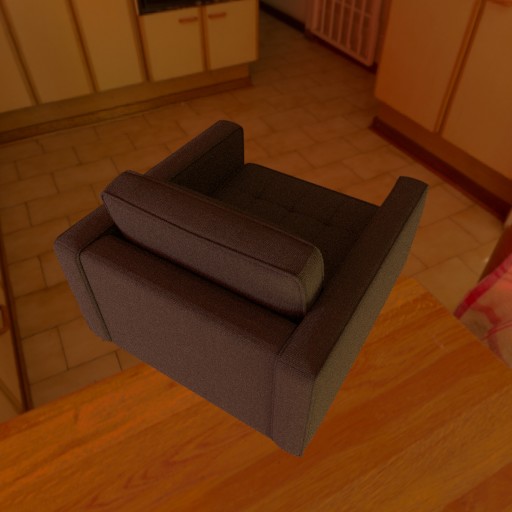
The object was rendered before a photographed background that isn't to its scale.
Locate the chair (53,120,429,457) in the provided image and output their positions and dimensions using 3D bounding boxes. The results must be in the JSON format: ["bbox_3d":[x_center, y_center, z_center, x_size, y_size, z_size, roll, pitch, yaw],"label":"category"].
[{"bbox_3d":[0.000,0.000,1.567,0.899,0.770,0.919,24,49,22],"label":"chair"}]
